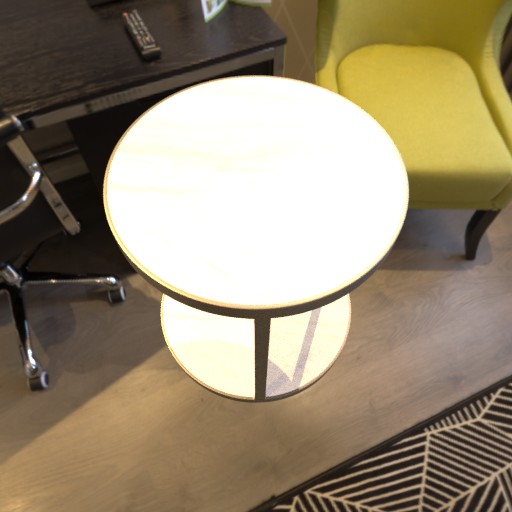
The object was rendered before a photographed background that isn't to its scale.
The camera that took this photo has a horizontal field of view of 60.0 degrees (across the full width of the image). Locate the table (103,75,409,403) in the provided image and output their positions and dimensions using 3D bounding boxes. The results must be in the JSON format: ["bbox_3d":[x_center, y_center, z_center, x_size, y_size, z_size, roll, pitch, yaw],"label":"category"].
[{"bbox_3d":[0.000,0.000,0.858,0.445,0.479,0.445,0,59,0],"label":"table"}]
